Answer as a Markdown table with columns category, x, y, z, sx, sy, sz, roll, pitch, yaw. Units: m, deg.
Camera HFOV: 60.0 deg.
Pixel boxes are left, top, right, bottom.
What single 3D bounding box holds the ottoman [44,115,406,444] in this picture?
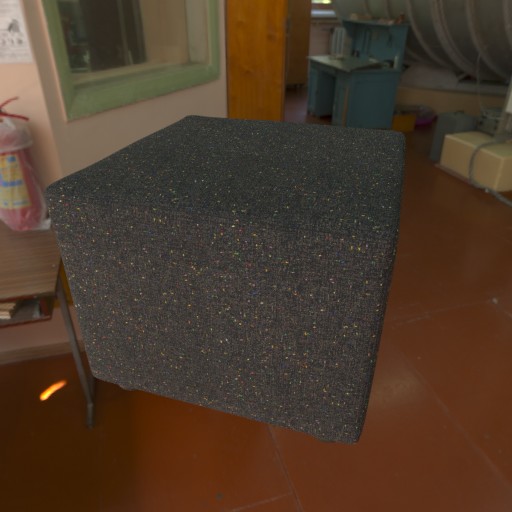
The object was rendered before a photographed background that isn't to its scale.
| category | x | y | z | sx | sy | sz | roll | pitch | yaw |
| --- | --- | --- | --- | --- | --- | --- | --- | --- | --- |
| ottoman | 0.000 | 0.000 | 0.873 | 0.508 | 0.432 | 0.508 | 9 | 31 | 15 |
